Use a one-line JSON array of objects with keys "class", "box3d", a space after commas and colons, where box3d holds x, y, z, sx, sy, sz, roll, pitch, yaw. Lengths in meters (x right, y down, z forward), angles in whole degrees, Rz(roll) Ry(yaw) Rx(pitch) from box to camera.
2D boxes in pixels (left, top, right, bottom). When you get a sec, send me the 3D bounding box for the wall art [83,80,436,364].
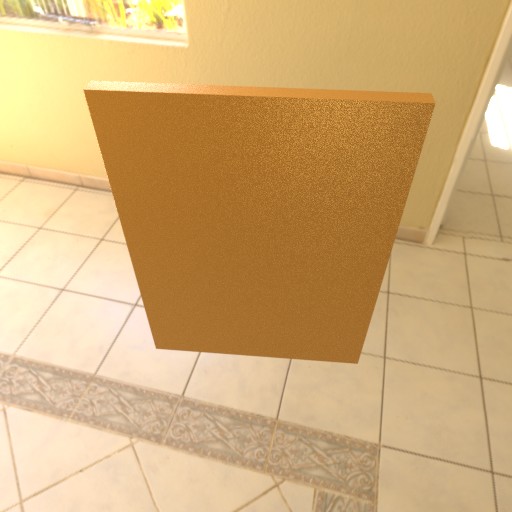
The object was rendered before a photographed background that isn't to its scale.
[{"class": "wall art", "box3d": [0.000, 0.000, 1.062, 0.610, 0.812, 0.038, 3, 45, 3]}]
